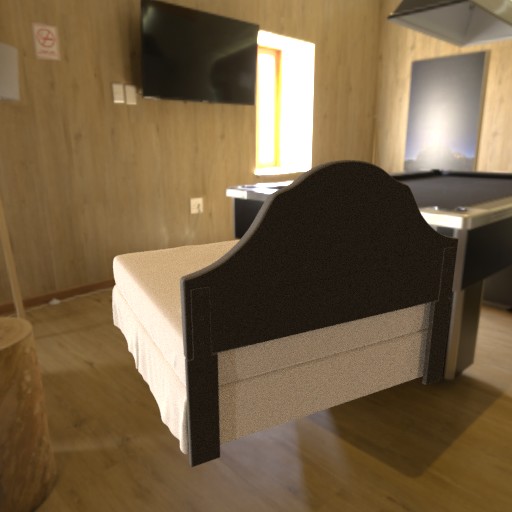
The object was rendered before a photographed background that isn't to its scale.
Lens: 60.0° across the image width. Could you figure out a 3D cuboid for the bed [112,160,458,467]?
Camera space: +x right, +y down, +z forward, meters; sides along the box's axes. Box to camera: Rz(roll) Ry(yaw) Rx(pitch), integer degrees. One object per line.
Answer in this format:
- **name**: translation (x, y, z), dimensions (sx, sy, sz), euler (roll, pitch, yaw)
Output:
- **bed**: translation (0.000, 0.000, 3.583), dimensions (2.008, 1.615, 2.214), euler (-8, 17, -27)
